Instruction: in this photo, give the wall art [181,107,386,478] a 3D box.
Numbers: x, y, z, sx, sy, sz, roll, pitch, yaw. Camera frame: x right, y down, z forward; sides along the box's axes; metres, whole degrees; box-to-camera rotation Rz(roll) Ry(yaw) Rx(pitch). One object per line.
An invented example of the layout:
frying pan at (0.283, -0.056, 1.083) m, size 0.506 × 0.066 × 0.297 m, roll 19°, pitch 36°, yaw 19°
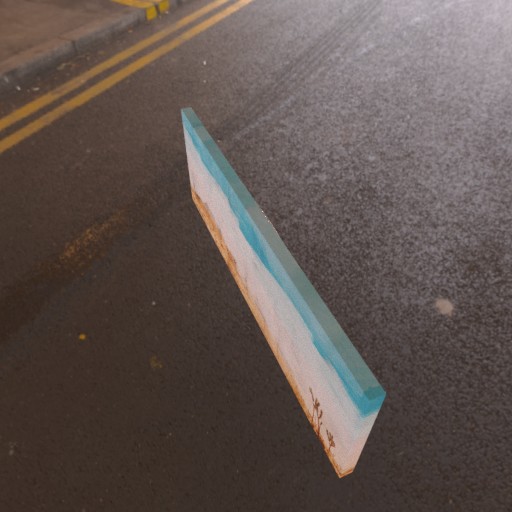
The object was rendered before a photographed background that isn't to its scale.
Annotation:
wall art at (0.000, 0.000, 0.844) m, size 0.044 × 0.254 × 0.759 m, roll -17°, pitch 48°, yaw -16°
